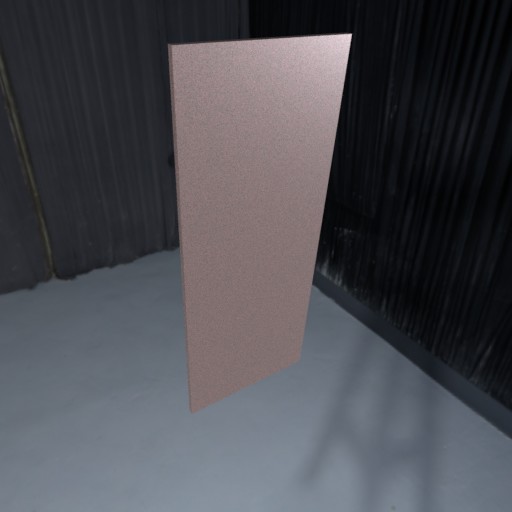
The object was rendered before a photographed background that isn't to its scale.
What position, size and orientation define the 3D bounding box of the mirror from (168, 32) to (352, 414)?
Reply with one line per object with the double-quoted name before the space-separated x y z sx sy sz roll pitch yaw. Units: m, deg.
"mirror" 0.000 0.000 2.263 0.812 2.020 0.221 -18 36 -28
